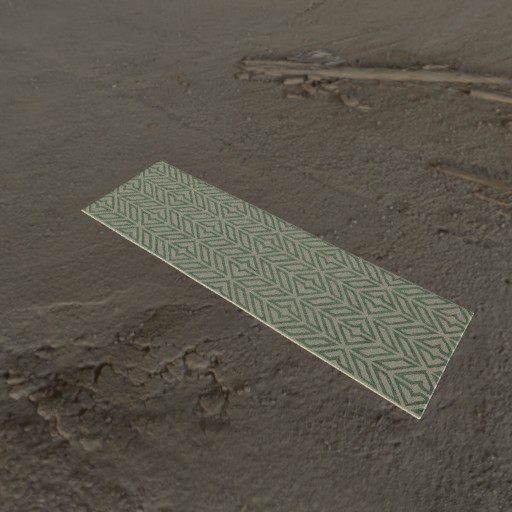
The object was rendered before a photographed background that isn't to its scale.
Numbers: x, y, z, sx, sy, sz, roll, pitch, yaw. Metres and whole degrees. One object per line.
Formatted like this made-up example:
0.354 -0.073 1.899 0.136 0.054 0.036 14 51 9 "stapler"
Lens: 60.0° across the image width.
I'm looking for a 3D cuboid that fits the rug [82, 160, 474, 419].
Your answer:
0.000 0.000 2.735 2.435 0.009 0.750 29 53 25 "rug"
